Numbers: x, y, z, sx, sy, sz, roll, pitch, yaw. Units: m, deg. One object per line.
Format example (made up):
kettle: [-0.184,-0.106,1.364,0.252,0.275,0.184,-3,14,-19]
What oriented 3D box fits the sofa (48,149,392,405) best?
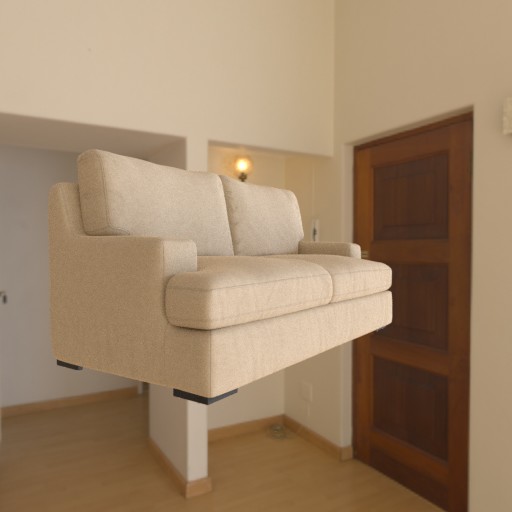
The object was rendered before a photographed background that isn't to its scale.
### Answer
sofa: [0.000,0.000,2.444,0.962,0.967,1.885,1,1,35]
